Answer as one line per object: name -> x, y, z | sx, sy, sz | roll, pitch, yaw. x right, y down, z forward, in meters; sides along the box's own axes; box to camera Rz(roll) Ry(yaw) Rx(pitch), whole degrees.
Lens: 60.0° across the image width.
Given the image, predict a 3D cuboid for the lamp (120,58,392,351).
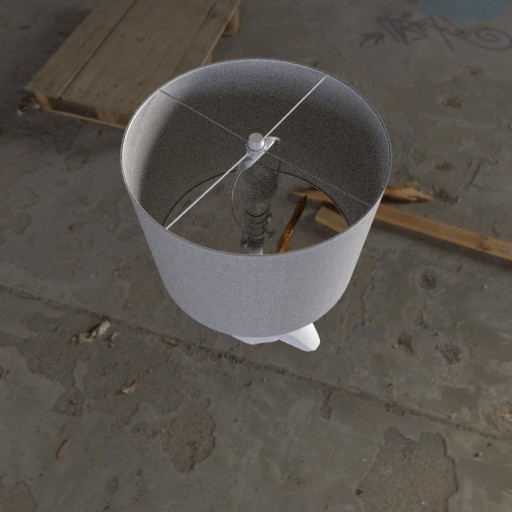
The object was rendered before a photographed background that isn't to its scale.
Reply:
lamp -> 0.000, 0.000, 0.703 | 0.298, 0.503, 0.298 | 33, 64, 18
